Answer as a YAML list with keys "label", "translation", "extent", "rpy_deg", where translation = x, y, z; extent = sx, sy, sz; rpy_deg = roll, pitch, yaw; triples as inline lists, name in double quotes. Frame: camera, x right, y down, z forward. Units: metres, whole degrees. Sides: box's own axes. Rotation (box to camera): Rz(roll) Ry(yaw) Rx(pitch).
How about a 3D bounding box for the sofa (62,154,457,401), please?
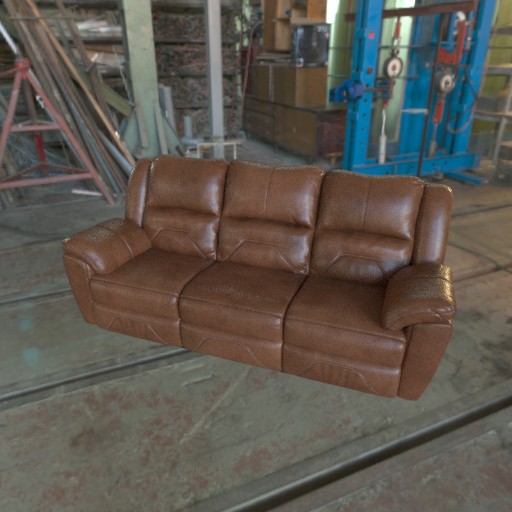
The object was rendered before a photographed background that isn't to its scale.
- label: "sofa"
  translation: [0.000, 0.000, 2.846]
  extent: [2.337, 1.043, 0.991]
  rpy_deg: [9, 27, 18]
